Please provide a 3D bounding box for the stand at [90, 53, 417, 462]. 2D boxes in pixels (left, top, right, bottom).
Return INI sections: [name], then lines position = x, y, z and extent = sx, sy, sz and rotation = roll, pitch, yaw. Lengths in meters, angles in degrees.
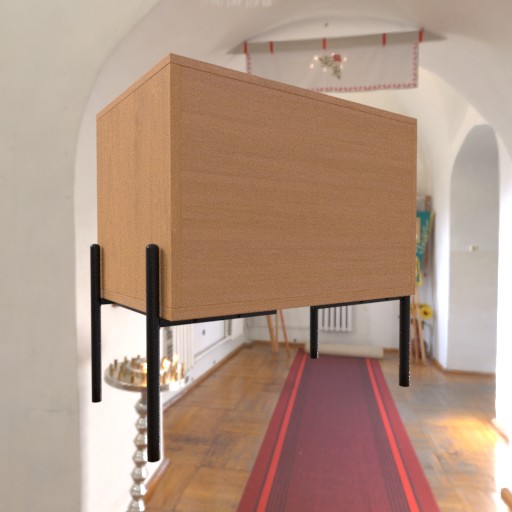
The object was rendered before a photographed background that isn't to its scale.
[stand]
position = 0.000, 0.000, 0.973
extent = 0.630, 0.600, 0.400
rotation = -1, 2, -35
